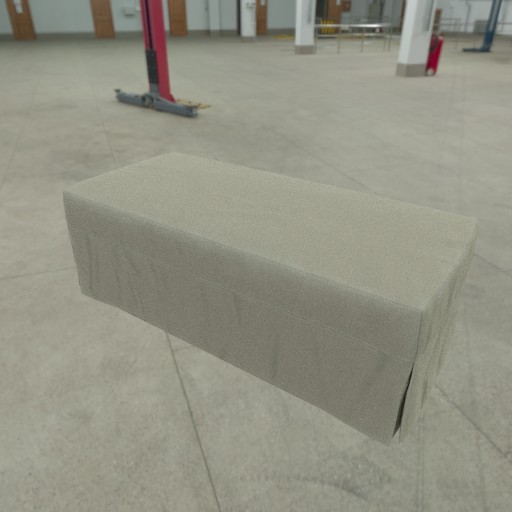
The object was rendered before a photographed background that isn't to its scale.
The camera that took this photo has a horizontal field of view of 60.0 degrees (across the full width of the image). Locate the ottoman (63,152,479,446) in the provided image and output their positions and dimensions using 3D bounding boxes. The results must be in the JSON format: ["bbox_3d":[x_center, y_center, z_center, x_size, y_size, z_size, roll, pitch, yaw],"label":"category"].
[{"bbox_3d":[0.000,0.000,1.636,1.388,0.457,0.665,19,34,29],"label":"ottoman"}]
